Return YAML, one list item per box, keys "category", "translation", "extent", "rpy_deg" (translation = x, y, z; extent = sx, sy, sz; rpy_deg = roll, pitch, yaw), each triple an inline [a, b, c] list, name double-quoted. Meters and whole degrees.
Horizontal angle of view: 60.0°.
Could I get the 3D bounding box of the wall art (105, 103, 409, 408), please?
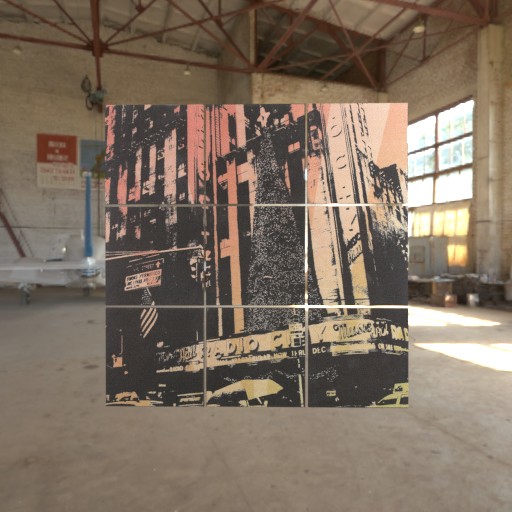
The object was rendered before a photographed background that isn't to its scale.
- category: "wall art"
  translation: [0.000, 0.000, 1.784]
  extent: [1.216, 1.216, 0.013]
  rpy_deg: [0, 0, 1]
